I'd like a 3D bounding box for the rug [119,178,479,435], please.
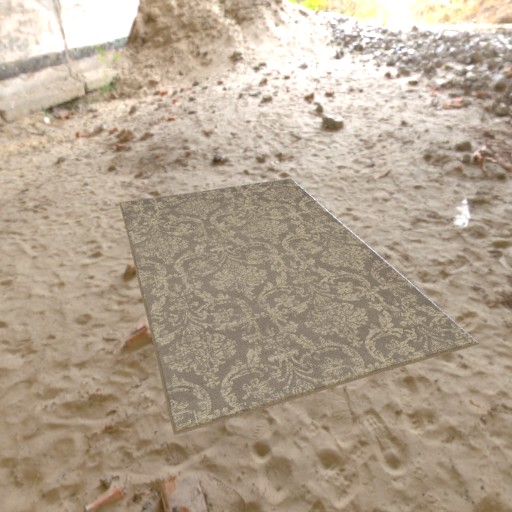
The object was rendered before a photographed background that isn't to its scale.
[{"bbox_3d":[0.000,0.000,3.449,1.819,0.018,2.746,-11,33,-17],"label":"rug"}]
